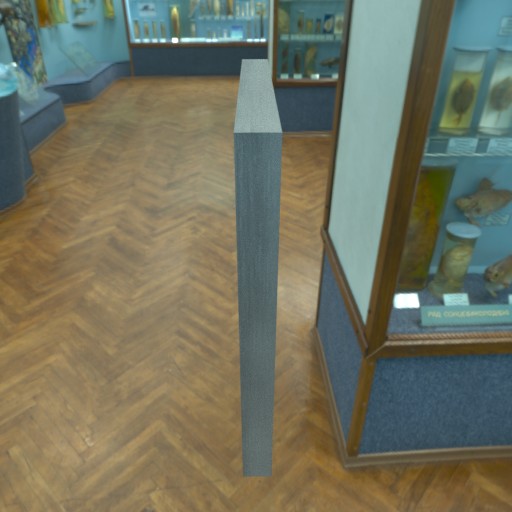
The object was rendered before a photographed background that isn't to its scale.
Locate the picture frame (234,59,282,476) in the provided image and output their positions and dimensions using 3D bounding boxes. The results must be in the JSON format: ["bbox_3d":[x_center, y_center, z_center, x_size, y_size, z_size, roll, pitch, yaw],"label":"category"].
[{"bbox_3d":[0.000,0.000,0.755,0.046,0.555,0.449,0,32,0],"label":"picture frame"}]
